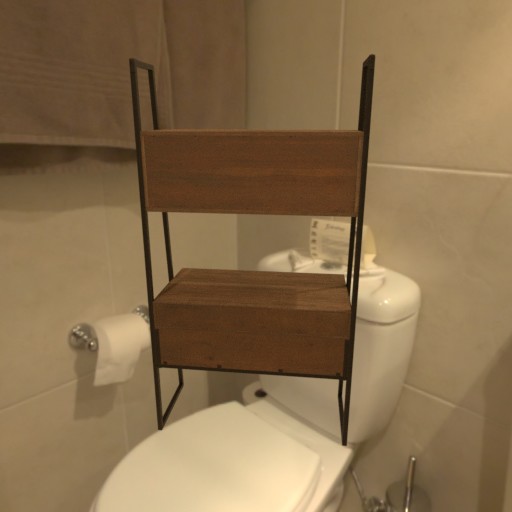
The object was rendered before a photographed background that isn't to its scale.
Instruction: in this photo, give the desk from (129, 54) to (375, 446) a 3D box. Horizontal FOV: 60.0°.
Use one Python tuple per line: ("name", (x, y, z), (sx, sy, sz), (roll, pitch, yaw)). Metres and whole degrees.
("desk", (0.000, 0.000, 2.256), (0.982, 1.809, 0.515), (2, 17, 7))
